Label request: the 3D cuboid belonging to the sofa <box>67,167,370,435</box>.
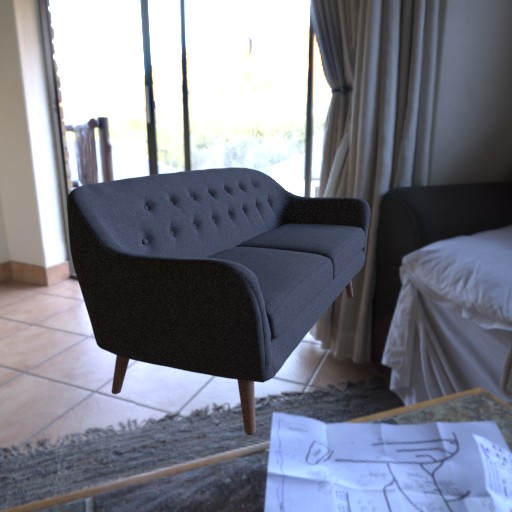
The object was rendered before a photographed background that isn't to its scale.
[{"bbox_3d":[0.000,0.000,2.215,0.820,0.820,1.840,6,16,24],"label":"sofa"}]
